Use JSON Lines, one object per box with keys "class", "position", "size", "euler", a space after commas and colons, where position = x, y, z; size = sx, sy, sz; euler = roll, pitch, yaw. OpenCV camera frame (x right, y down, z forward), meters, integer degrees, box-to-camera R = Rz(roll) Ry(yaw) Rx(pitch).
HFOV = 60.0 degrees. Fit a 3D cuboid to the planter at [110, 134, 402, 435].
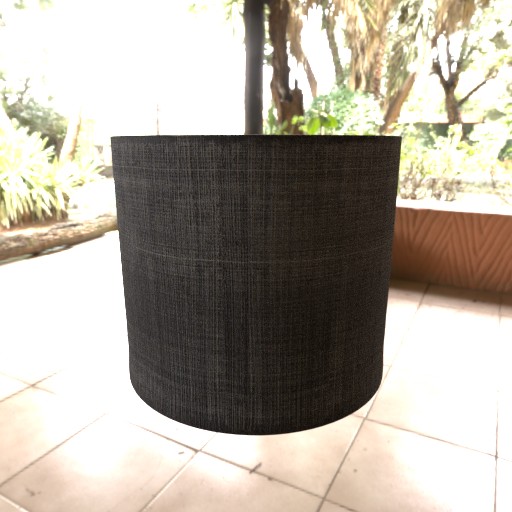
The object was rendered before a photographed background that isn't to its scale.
{"class": "planter", "position": [0.000, 0.000, 0.303], "size": [0.178, 0.157, 0.178], "euler": [0, 14, 0]}
